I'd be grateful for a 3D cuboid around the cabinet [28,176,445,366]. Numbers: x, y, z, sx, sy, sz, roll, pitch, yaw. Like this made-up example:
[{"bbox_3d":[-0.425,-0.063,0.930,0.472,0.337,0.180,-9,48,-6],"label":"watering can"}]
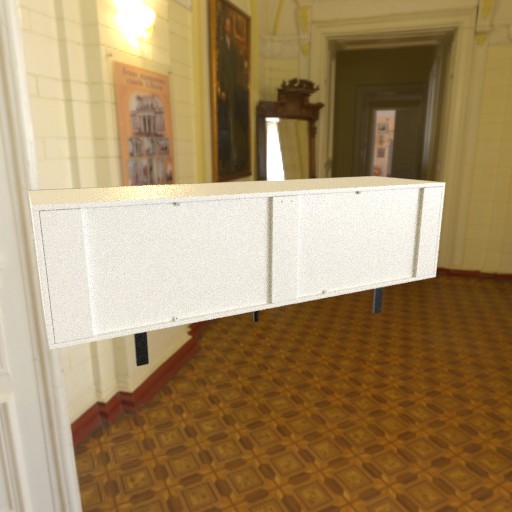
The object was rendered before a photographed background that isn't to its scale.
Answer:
[{"bbox_3d":[0.000,0.000,1.703,1.499,0.533,0.431,-7,16,-27],"label":"cabinet"}]
